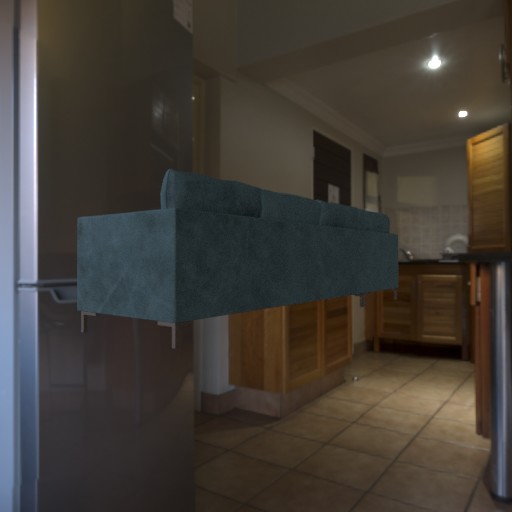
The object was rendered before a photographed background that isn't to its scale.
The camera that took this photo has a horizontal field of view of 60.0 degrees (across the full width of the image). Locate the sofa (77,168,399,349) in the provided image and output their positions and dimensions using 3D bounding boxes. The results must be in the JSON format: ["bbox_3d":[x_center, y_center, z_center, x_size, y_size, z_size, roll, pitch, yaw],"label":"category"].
[{"bbox_3d":[0.000,0.000,4.073,1.500,0.967,3.400,0,0,37],"label":"sofa"}]
